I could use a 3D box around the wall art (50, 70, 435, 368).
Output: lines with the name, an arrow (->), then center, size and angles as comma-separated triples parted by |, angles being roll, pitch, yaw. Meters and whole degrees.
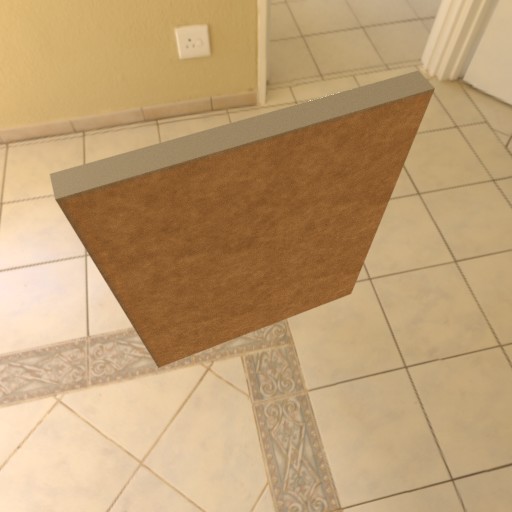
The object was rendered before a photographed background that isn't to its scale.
wall art -> 0.000, 0.000, 0.737 | 0.453, 0.554, 0.037 | -19, 60, -11
